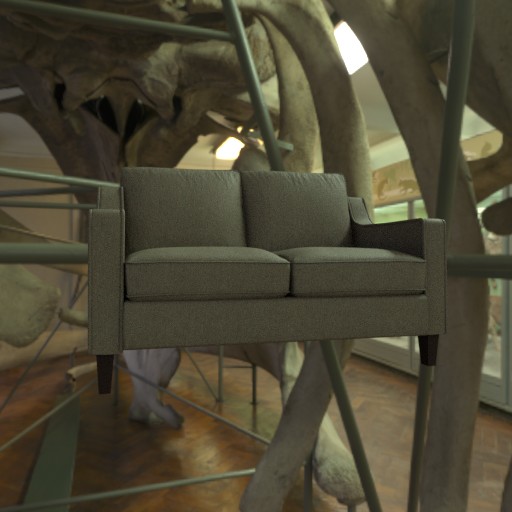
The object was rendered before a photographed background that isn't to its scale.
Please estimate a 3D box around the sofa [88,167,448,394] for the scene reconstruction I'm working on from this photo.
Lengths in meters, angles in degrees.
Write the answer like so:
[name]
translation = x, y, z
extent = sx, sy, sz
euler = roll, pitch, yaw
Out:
[sofa]
translation = 0.000, 0.000, 2.185
extent = 1.503, 0.981, 0.985
euler = 0, 0, -17
